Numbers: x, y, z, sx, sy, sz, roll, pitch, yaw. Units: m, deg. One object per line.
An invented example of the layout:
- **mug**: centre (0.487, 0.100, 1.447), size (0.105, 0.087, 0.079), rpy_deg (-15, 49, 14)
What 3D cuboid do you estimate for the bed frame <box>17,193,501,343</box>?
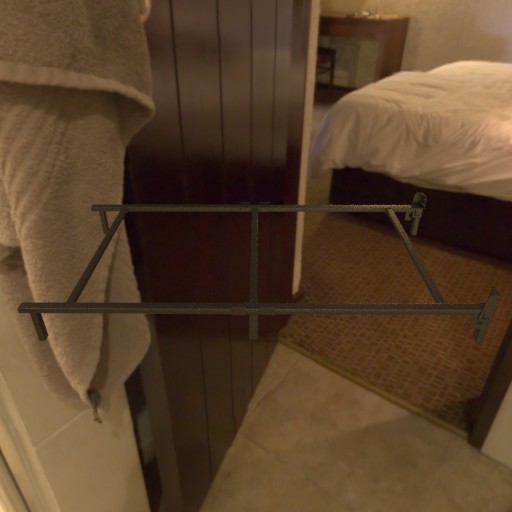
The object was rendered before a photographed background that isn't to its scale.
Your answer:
- **bed frame**: centre (0.000, 0.000, 2.189), size (1.897, 0.248, 0.968), rpy_deg (0, 32, 0)
